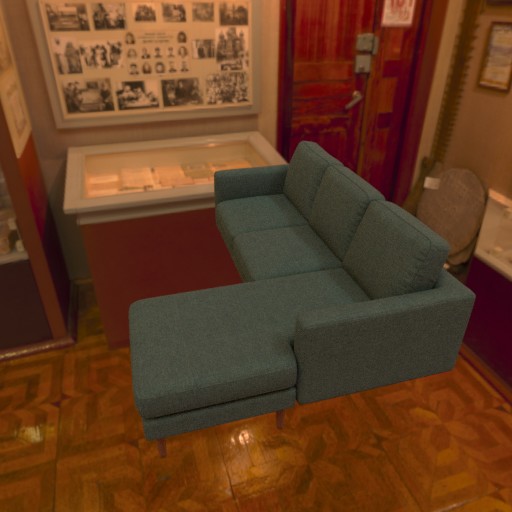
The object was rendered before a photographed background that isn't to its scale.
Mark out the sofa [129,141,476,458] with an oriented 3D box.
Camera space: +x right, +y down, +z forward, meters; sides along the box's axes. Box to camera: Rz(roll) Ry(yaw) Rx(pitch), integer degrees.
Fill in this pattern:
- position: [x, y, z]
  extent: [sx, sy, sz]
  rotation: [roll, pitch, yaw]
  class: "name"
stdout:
- position: [0.000, 0.000, 2.916]
  extent: [1.667, 0.957, 2.055]
  rotation: [-8, 32, -14]
  class: "sofa"
